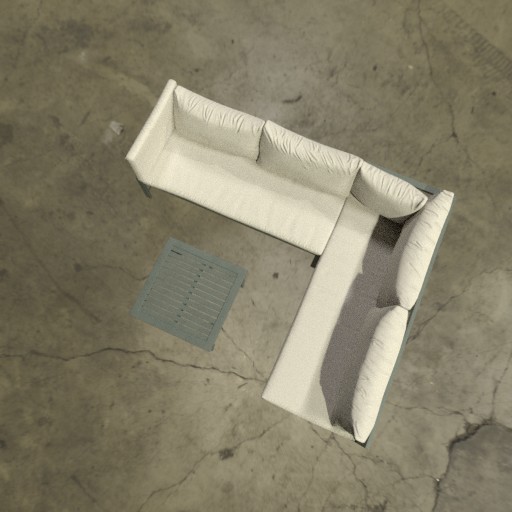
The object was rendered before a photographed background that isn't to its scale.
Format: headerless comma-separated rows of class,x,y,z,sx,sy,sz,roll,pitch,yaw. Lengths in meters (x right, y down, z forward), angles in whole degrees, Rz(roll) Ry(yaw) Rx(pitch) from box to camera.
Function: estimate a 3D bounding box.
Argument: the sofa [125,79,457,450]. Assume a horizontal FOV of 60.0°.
sofa,0.000,0.000,3.002,2.096,0.758,1.658,23,75,6
